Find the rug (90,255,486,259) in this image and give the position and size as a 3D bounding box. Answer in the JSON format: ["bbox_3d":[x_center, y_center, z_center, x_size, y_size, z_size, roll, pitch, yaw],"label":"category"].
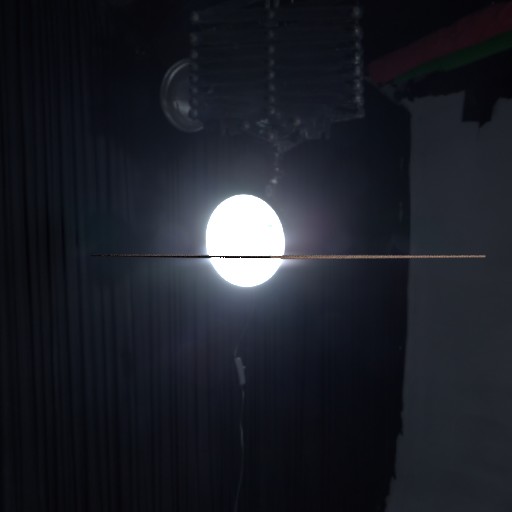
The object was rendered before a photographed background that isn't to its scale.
[{"bbox_3d":[0.000,0.000,2.954,1.524,0.011,2.286,0,0,-36],"label":"rug"}]
